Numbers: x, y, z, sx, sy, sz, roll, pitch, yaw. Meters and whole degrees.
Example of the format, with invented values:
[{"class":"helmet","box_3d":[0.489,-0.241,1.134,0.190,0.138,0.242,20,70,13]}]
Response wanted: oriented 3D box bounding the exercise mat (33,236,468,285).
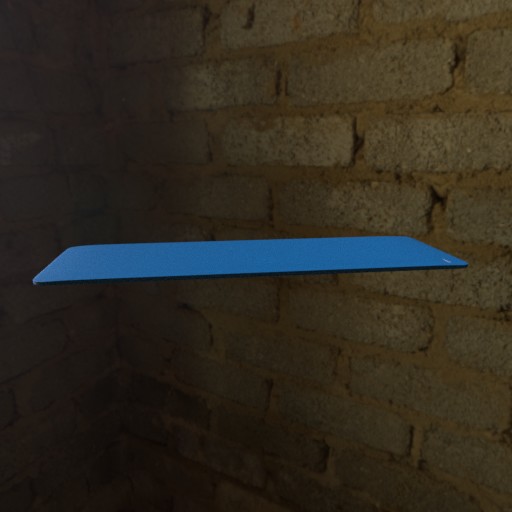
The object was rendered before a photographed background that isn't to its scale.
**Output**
[{"class":"exercise mat","box_3d":[0.000,0.000,2.128,1.869,0.021,0.616,-2,15,-8]}]
